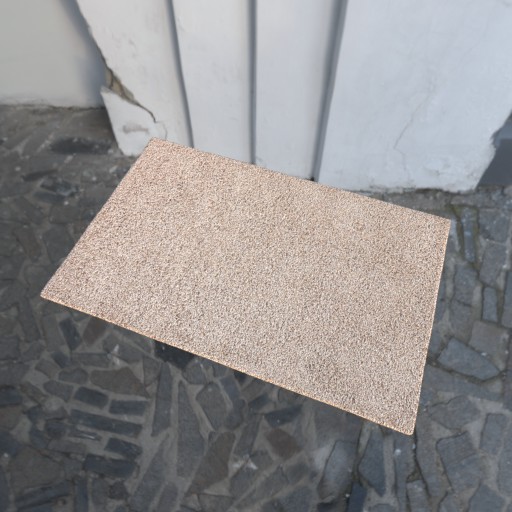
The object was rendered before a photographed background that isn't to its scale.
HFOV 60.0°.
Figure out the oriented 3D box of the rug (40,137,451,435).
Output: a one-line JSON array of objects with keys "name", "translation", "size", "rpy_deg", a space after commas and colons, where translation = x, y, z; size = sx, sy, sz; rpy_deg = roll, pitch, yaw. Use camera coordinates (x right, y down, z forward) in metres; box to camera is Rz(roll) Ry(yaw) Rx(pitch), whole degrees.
[{"name": "rug", "translation": [0.000, 0.000, 3.445], "size": [2.743, 0.030, 1.778], "rpy_deg": [18, 59, 11]}]
